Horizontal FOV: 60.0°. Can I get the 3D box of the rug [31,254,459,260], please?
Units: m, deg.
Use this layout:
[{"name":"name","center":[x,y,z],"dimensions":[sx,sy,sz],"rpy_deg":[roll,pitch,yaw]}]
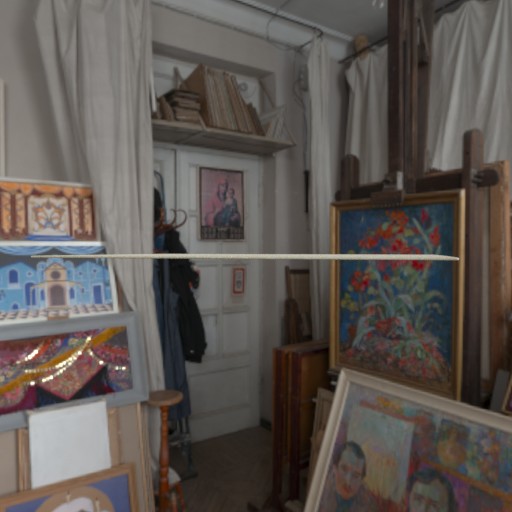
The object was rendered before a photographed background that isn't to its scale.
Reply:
[{"name":"rug","center":[0.000,0.000,3.085],"dimensions":[2.441,0.014,1.531],"rpy_deg":[0,1,19]}]
